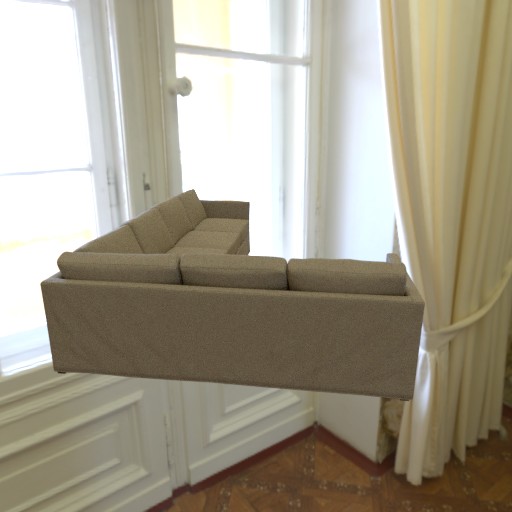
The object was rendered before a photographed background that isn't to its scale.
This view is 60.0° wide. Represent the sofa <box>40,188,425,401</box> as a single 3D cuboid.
[{"bbox_3d":[0.000,0.000,4.284,2.432,0.871,3.182,2,17,7],"label":"sofa"}]
